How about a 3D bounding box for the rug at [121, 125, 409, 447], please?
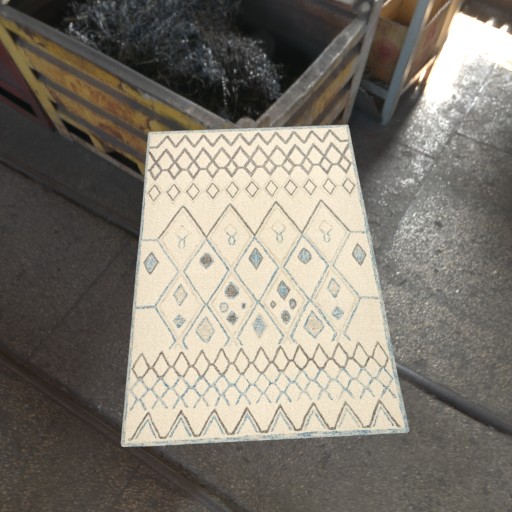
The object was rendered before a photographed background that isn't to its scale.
[{"bbox_3d":[0.000,0.000,2.359,1.260,0.009,1.820,-2,62,-1],"label":"rug"}]
